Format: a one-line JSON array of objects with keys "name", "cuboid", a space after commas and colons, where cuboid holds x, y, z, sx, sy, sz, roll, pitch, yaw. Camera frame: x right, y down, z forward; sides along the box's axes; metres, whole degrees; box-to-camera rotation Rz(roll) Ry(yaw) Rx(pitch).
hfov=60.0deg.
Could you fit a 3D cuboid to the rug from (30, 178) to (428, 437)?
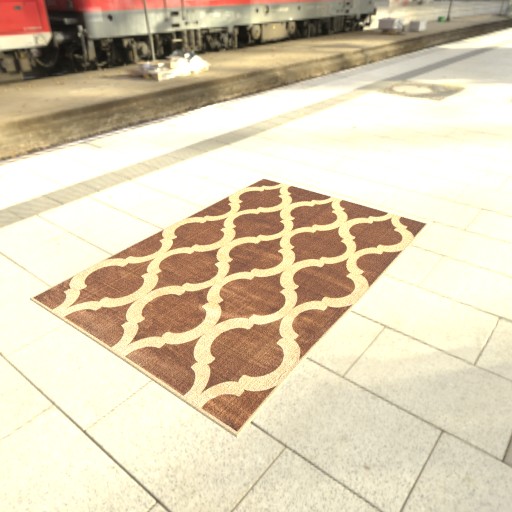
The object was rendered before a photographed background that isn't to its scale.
[{"name": "rug", "cuboid": [0.000, 0.000, 2.918, 1.526, 0.014, 2.290, 21, 37, 31]}]
